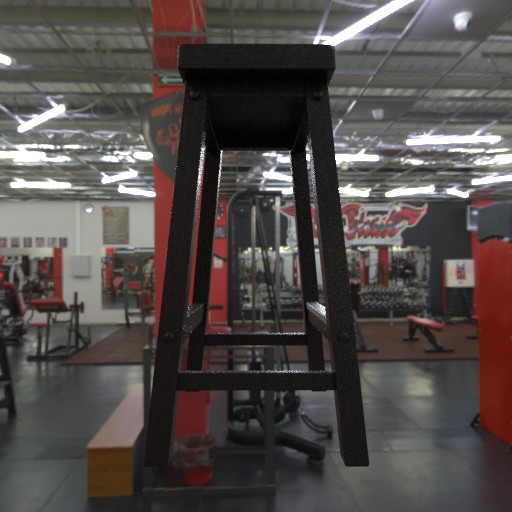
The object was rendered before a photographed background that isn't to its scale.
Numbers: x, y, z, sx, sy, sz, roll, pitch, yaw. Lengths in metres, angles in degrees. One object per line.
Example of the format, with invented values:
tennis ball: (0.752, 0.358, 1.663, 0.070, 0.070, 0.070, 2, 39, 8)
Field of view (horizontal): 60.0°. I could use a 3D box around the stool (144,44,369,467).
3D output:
stool: (0.000, 0.000, 0.839, 0.322, 0.610, 0.406, 0, -1, 0)
